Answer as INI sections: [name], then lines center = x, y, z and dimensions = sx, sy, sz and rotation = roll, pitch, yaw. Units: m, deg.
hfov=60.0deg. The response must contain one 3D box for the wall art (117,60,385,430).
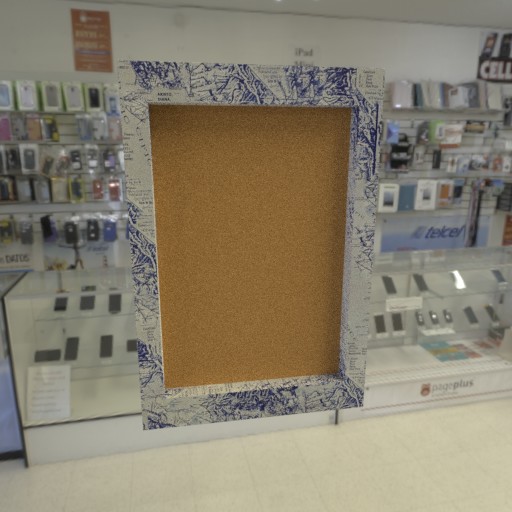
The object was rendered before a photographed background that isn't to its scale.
[wall art]
center = 0.000, 0.000, 0.755
dimensions = 0.408, 0.601, 0.040
rotation = -2, 14, -10
